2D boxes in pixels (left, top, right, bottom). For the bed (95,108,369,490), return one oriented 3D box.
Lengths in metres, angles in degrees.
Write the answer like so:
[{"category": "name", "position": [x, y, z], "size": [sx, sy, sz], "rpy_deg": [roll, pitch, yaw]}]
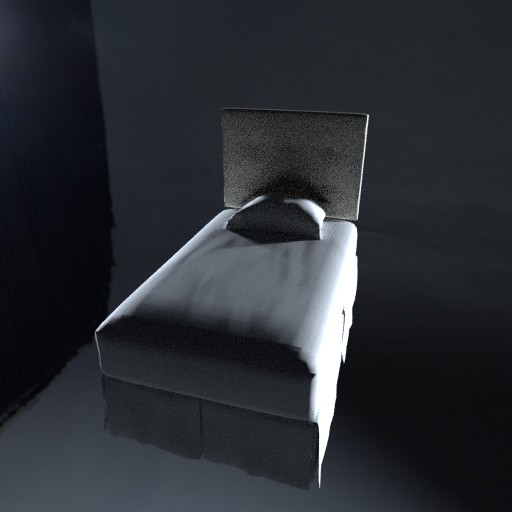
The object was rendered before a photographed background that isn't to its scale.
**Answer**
[{"category": "bed", "position": [0.000, 0.000, 2.891], "size": [1.261, 1.571, 1.997], "rpy_deg": [8, 27, 15]}]
